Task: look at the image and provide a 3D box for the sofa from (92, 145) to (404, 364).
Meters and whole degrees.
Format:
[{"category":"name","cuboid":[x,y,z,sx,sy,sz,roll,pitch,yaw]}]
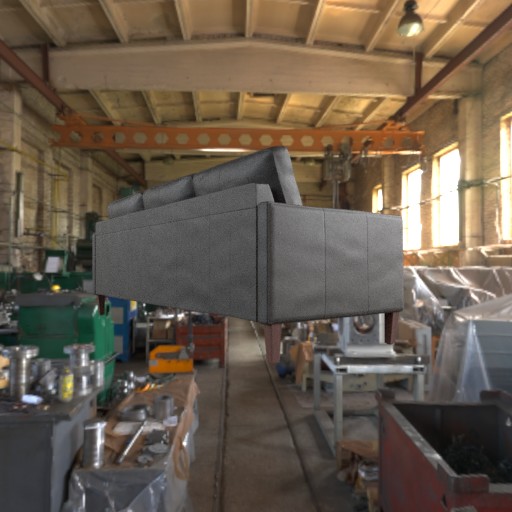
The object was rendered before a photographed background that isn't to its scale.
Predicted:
[{"category":"sofa","cuboid":[0.000,0.000,2.932,1.497,0.876,2.178,1,-2,-37]}]
